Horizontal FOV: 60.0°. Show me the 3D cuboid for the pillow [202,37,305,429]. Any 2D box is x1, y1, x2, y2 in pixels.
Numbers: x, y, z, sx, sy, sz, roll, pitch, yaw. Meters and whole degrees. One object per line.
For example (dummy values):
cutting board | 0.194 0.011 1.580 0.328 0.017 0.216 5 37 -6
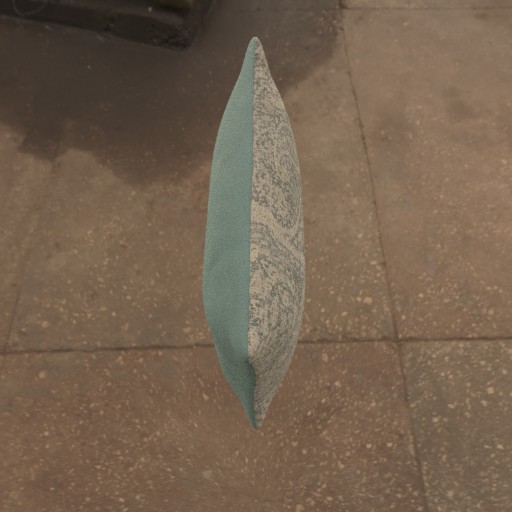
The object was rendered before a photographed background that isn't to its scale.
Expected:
pillow | 0.000 0.000 0.804 0.166 0.507 0.526 1 61 0
